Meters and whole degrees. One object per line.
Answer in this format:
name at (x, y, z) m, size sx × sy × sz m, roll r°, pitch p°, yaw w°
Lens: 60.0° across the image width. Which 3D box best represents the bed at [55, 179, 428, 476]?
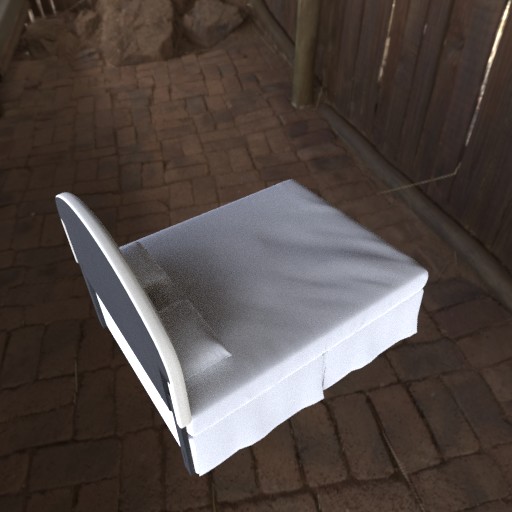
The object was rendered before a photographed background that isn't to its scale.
bed at (0.000, 0.000, 3.016) m, size 2.005 × 1.410 × 1.607 m, roll -26°, pitch 47°, yaw -26°
